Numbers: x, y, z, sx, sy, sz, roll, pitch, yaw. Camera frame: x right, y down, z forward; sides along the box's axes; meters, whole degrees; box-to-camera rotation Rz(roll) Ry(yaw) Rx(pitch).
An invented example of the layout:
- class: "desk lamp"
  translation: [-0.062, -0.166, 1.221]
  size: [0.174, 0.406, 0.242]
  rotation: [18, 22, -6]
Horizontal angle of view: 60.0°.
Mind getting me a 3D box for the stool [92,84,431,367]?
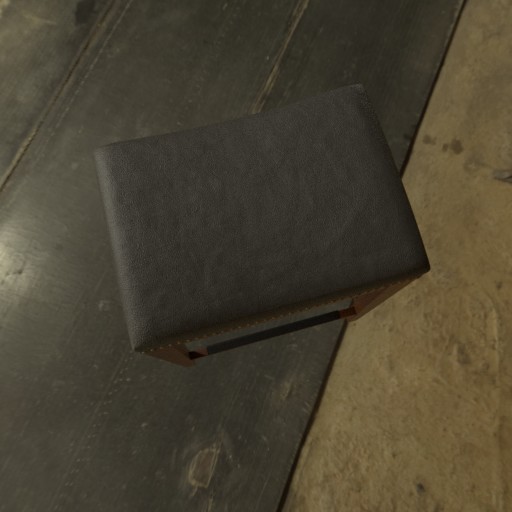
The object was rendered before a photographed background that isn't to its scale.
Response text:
- class: "stool"
  translation: [0.000, 0.000, 0.948]
  size: [0.490, 0.664, 0.353]
  rotation: [-15, 77, -4]
